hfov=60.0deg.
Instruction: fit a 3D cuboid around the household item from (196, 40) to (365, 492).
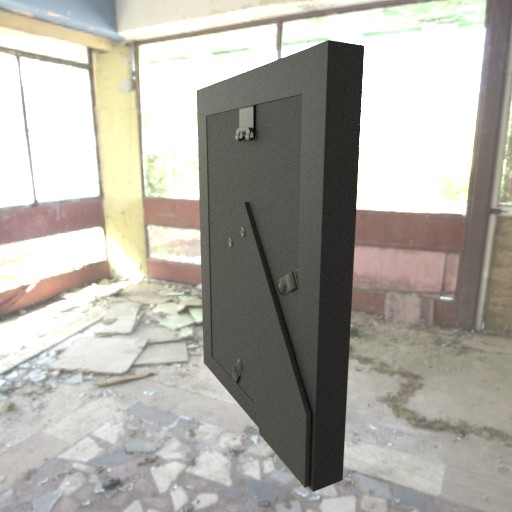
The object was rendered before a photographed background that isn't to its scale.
[{"bbox_3d":[0.000,0.000,0.229,0.022,0.178,0.133,-7,15,-26],"label":"household item"}]
